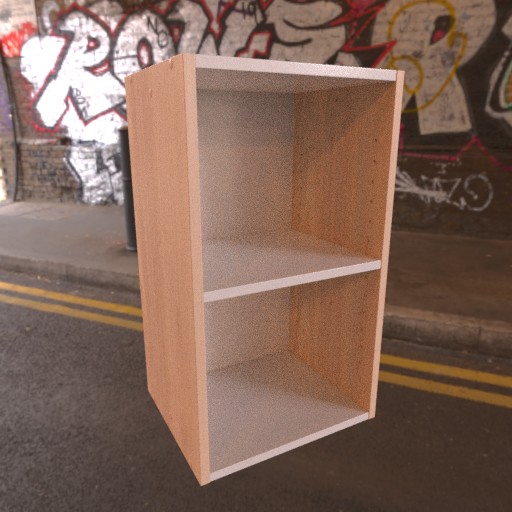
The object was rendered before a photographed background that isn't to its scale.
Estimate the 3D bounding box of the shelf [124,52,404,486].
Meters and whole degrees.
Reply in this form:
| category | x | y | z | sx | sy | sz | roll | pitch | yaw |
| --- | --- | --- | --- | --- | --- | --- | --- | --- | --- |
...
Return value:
| category | x | y | z | sx | sy | sz | roll | pitch | yaw |
| --- | --- | --- | --- | --- | --- | --- | --- | --- | --- |
| shelf | 0.000 | 0.000 | 0.786 | 0.350 | 0.600 | 0.290 | -9 | 18 | -27 |
